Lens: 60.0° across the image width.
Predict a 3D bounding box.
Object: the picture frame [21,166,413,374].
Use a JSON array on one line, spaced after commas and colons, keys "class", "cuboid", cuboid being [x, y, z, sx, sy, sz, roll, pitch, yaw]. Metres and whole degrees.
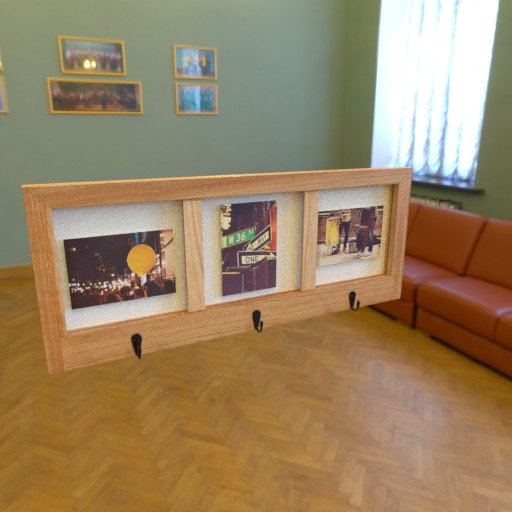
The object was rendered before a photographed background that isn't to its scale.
[{"class": "picture frame", "cuboid": [0.000, 0.000, 0.650, 0.582, 0.234, 0.045, -8, 18, -25]}]
